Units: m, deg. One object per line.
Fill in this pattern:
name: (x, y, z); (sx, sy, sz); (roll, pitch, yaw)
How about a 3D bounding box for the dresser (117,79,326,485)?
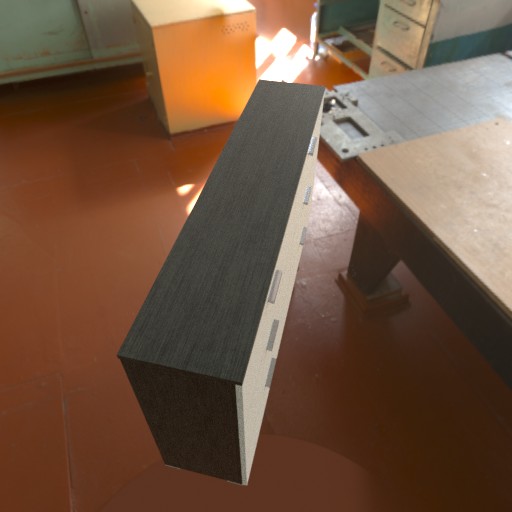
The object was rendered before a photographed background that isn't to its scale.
dresser: (0.000, 0.000, 1.854); (0.333, 0.790, 1.535); (10, 47, 9)
